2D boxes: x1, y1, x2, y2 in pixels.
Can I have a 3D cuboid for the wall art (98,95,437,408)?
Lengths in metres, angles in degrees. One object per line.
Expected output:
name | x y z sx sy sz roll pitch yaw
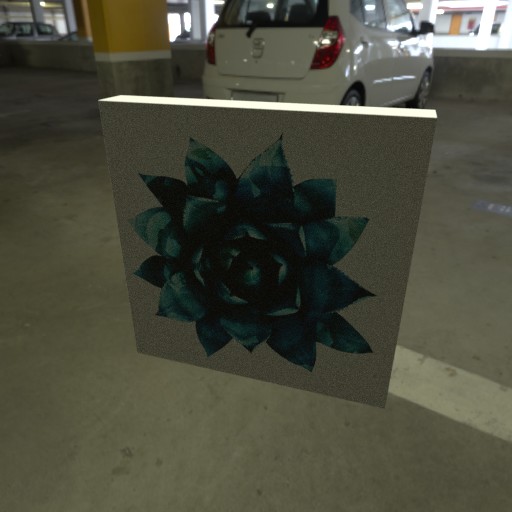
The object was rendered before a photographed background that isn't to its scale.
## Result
wall art | 0.000 0.000 0.467 0.305 0.305 0.038 8 28 16
